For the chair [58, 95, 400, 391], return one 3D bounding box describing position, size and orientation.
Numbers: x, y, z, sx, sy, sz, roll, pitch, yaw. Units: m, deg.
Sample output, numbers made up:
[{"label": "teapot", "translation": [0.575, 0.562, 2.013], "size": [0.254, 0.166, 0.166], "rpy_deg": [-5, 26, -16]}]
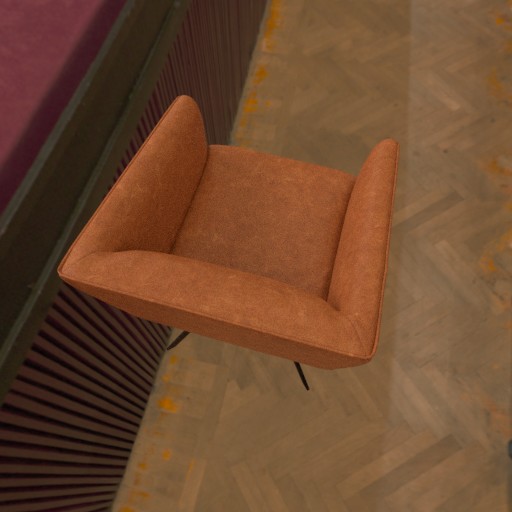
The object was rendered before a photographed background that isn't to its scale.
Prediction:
[{"label": "chair", "translation": [0.000, 0.000, 1.219], "size": [0.588, 0.760, 0.625], "rpy_deg": [14, 65, 7]}]
